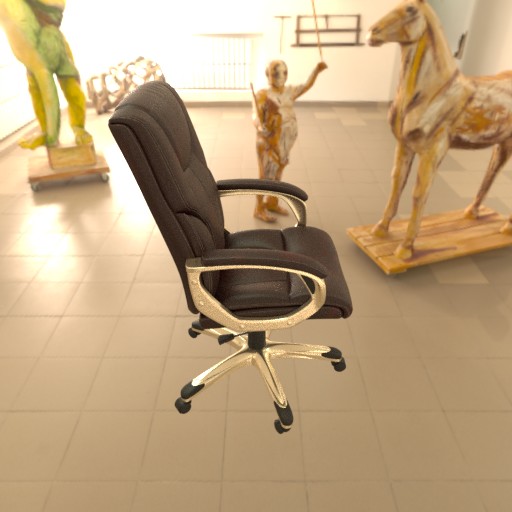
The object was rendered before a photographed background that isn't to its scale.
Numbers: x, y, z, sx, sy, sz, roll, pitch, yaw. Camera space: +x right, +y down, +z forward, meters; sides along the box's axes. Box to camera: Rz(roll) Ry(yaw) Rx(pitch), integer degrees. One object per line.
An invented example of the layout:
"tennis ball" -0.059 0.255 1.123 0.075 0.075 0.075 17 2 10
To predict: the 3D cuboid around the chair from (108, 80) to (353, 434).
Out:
"chair" 0.000 0.000 1.549 0.739 1.107 0.662 0 32 0
